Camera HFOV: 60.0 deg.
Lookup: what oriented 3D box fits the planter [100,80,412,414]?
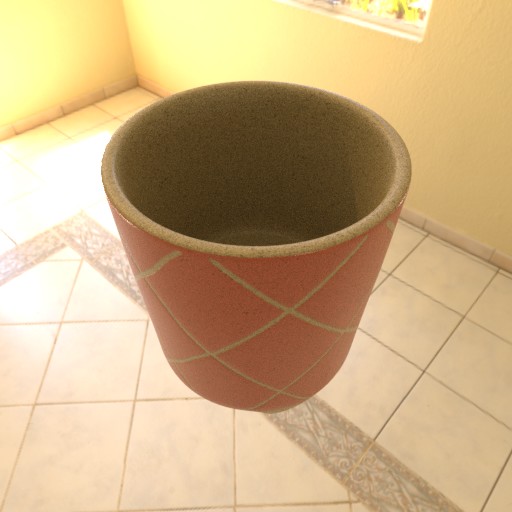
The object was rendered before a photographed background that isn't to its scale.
[{"bbox_3d":[0.000,0.000,0.415,0.227,0.235,0.227,0,46,0],"label":"planter"}]
